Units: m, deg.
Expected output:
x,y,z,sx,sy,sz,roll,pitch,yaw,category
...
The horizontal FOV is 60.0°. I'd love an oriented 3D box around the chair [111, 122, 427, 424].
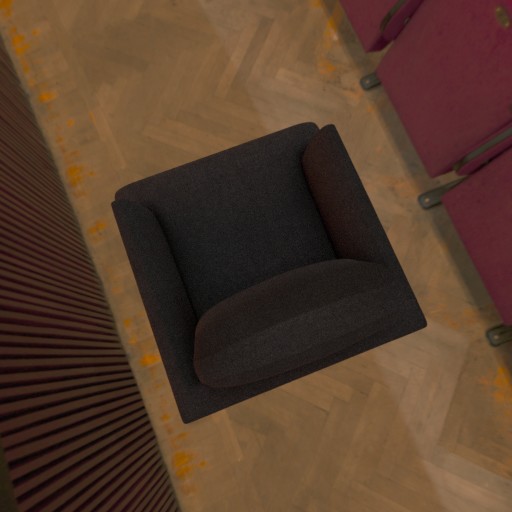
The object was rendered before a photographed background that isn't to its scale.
x,y,z,sx,sy,sz,roll,pitch,yaw,category
0.000,0.000,1.646,0.858,0.957,0.899,-21,78,-5,chair
